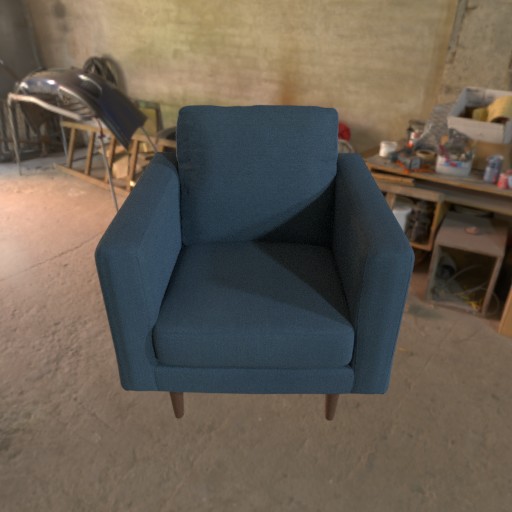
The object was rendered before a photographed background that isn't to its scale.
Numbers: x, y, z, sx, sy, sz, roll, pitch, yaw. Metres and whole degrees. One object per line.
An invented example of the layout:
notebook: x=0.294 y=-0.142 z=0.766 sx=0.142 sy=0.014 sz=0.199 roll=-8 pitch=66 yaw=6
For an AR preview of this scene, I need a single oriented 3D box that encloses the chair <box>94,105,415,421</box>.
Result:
chair: x=0.000 y=0.000 z=1.582 sx=0.855 sy=0.922 sz=0.820 roll=1 pitch=31 yaw=1
